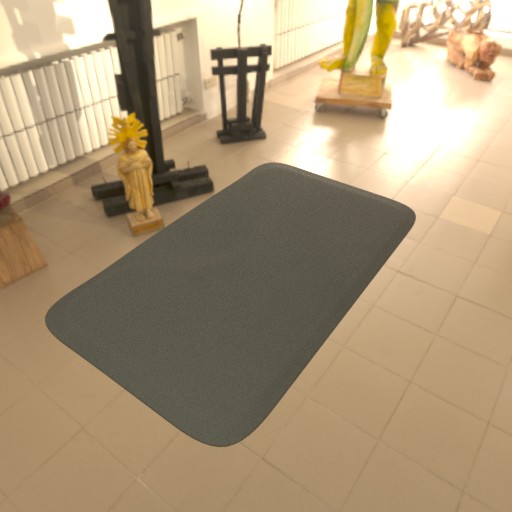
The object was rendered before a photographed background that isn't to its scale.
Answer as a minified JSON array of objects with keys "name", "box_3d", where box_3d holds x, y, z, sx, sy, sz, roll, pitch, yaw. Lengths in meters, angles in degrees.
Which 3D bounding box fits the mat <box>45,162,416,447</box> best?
[{"name":"mat","box_3d":[0.000,0.000,1.869,0.918,0.013,1.524,25,46,27]}]
